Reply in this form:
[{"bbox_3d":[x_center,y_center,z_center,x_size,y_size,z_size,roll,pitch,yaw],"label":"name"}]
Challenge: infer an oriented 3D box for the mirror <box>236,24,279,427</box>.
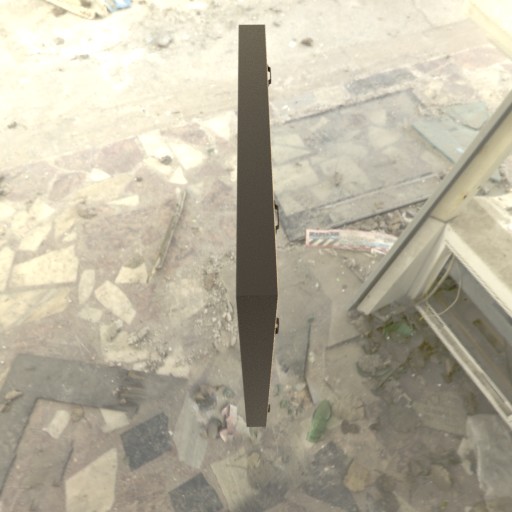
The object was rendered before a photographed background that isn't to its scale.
[{"bbox_3d":[0.000,0.000,0.694,0.041,0.509,0.406,-1,57,0],"label":"mirror"}]
